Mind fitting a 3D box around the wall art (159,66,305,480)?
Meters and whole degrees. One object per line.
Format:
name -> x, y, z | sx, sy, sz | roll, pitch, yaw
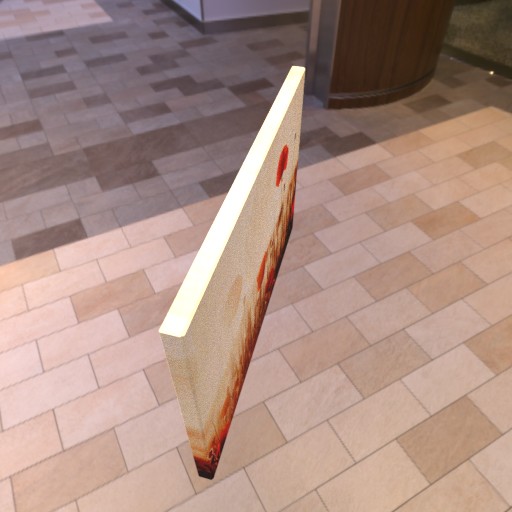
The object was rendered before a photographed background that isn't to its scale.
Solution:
wall art -> 0.000, 0.000, 1.143 | 0.038, 0.602, 0.918 | 11, 47, 10
